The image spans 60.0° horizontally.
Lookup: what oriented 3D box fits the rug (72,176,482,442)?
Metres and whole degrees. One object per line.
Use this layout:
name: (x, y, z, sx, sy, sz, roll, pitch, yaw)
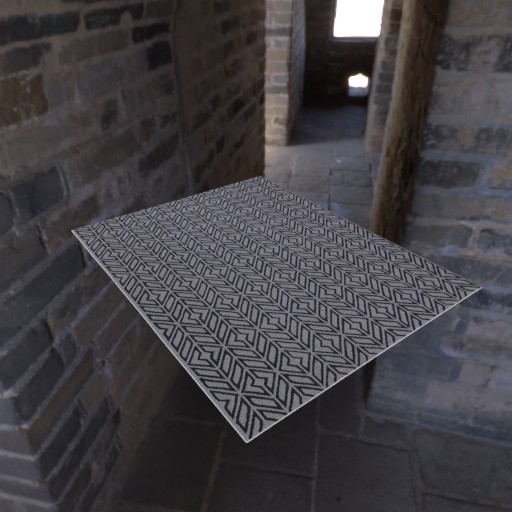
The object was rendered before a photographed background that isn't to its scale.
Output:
rug: (0.000, 0.000, 4.103, 2.421, 0.008, 3.045, -22, 38, -31)
